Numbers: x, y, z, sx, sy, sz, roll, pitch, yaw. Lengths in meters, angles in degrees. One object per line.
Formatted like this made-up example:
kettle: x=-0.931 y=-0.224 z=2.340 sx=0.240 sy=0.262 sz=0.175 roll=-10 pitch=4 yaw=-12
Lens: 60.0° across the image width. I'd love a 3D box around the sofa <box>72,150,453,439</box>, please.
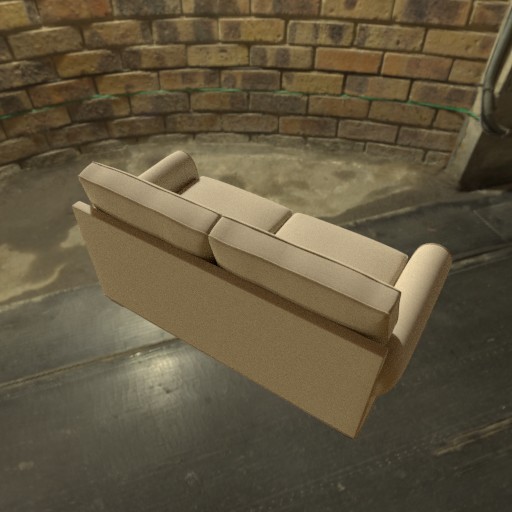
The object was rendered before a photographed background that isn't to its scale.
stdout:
sofa: x=0.000 y=0.000 z=2.324 sx=1.774 sy=0.933 sz=0.861 roll=24 pitch=50 yaw=22
